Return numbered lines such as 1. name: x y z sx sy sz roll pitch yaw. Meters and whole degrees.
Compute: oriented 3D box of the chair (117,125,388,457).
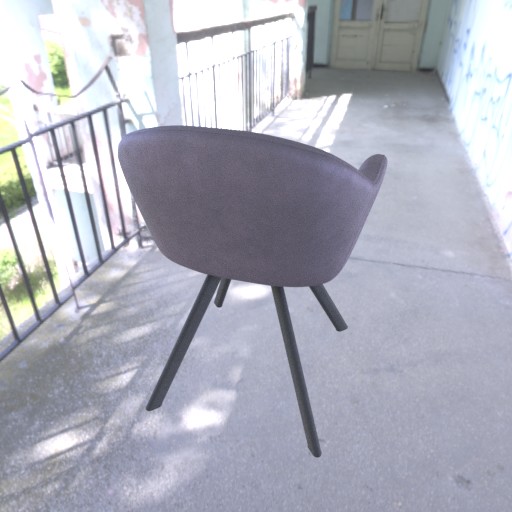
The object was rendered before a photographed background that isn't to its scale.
1. chair: 0.000 0.000 1.130 0.567 0.781 0.544 9 33 15
